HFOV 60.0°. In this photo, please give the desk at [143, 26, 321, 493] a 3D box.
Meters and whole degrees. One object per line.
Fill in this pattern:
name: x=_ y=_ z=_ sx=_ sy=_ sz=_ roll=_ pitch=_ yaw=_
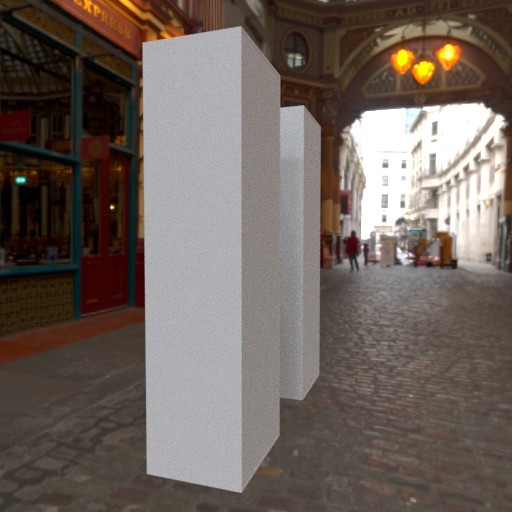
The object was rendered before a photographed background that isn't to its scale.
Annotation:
desk: x=0.000 y=0.000 z=2.812 sx=0.480 sy=2.000 sz=1.770 roll=1 pitch=2 yaw=19
